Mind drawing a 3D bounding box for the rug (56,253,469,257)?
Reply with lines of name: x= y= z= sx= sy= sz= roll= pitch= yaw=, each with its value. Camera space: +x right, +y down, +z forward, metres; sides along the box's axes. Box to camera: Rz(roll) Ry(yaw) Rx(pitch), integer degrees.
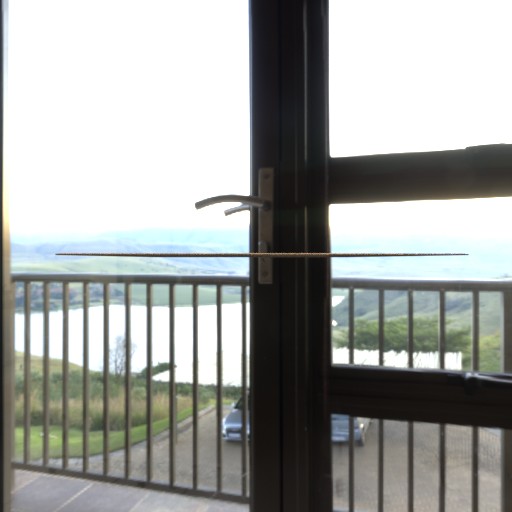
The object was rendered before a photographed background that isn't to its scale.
rug: x=0.000 y=0.000 z=4.011 sx=2.363 sy=0.012 sz=2.980 roll=0 pitch=0 yaw=-2
